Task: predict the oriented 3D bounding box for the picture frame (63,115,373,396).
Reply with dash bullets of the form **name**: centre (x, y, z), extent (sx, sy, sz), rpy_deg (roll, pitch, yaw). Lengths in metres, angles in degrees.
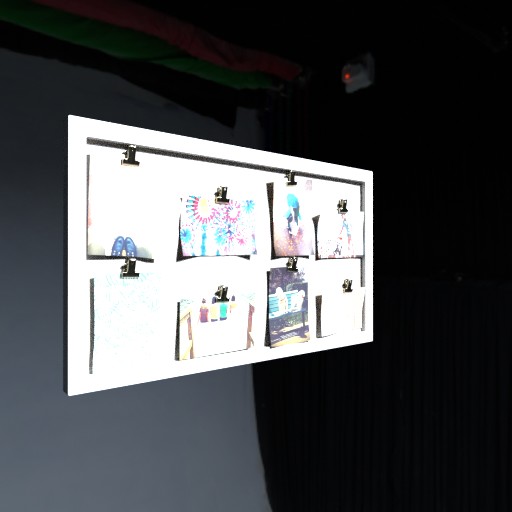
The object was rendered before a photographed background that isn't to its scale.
- **picture frame**: centre (0.000, 0.000, 0.798), extent (0.647, 0.379, 0.044), rpy_deg (0, 0, -38)
